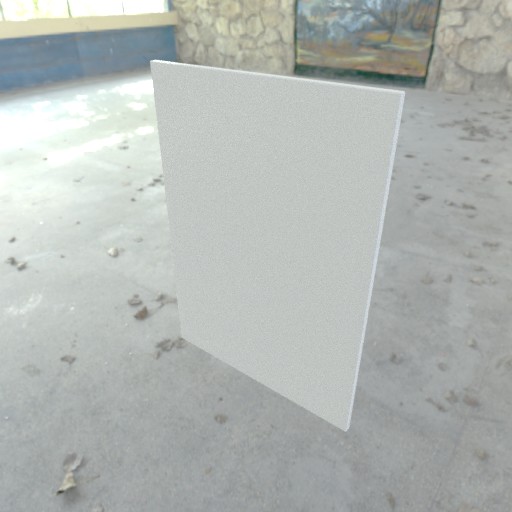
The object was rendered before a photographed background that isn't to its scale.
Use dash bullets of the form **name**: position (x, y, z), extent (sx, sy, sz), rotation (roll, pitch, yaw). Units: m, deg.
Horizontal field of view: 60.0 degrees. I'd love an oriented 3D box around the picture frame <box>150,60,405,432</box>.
- **picture frame**: position (0.000, 0.000, 0.692), extent (0.381, 0.534, 0.012), rotation (21, 37, 31)
